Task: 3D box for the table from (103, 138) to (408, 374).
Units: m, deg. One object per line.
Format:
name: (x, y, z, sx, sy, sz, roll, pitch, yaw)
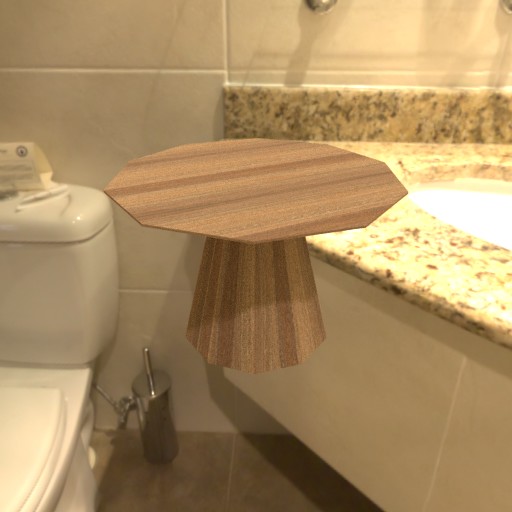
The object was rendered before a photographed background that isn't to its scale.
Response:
table: (0.000, 0.000, 1.981, 1.186, 0.752, 1.186, 0, 29, 0)
